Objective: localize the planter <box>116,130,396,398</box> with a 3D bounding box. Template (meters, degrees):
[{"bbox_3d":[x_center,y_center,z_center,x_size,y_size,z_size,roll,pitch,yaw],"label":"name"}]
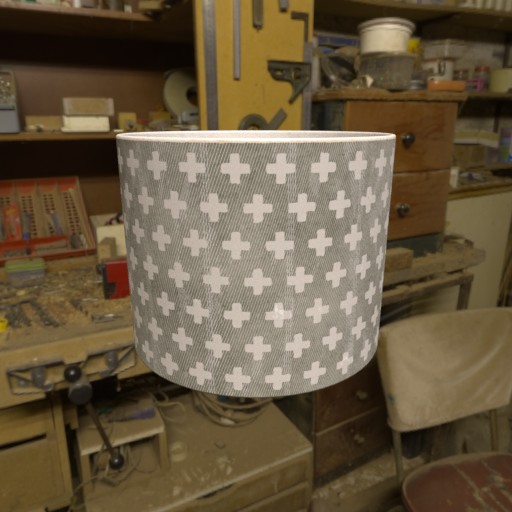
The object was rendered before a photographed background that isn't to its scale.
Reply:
[{"bbox_3d":[0.000,0.000,0.340,0.190,0.181,0.190,0,17,0],"label":"planter"}]
